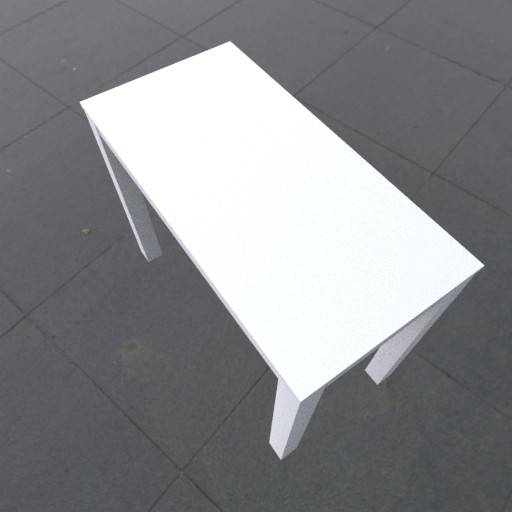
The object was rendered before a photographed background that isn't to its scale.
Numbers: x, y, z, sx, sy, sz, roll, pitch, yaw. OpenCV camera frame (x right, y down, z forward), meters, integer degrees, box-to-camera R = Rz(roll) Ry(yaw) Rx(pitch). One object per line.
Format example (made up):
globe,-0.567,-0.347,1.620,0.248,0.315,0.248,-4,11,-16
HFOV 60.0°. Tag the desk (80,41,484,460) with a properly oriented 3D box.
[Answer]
desk,0.000,0.000,1.407,0.497,0.762,0.990,-31,63,-18
